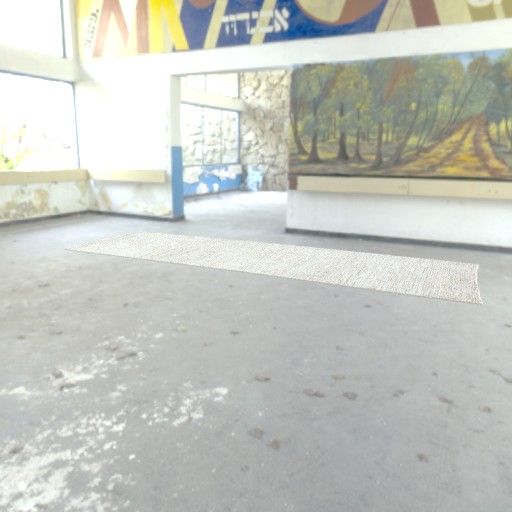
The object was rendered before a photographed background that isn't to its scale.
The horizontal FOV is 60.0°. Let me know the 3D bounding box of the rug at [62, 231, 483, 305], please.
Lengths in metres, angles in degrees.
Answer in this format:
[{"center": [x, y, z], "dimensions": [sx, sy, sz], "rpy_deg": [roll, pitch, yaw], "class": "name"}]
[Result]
[{"center": [0.000, 0.000, 2.566], "dimensions": [2.346, 0.013, 0.712], "rpy_deg": [6, 15, 25], "class": "rug"}]
